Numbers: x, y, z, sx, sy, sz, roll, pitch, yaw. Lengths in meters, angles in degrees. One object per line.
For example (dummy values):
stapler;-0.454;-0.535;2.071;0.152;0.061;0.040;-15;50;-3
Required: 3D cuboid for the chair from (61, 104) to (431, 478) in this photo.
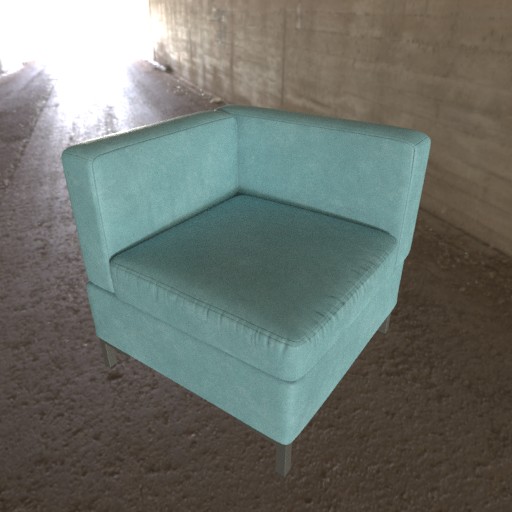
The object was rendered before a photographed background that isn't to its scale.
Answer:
chair;0.000;0.000;1.218;0.680;0.660;0.680;19;35;30
